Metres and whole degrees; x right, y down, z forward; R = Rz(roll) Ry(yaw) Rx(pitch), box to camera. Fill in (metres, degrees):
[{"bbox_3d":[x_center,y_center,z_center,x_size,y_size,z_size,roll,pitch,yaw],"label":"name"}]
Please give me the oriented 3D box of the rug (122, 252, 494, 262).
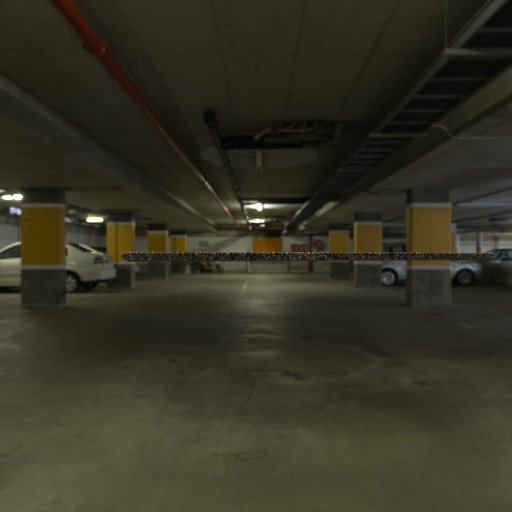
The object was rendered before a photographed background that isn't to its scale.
[{"bbox_3d":[0.000,0.000,2.087,1.198,0.025,1.601,0,0,-17],"label":"rug"}]
